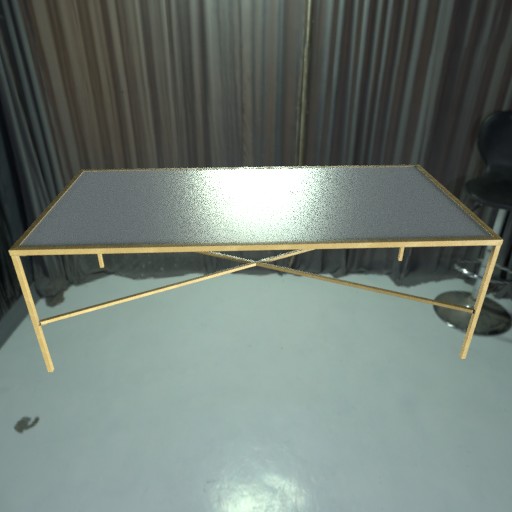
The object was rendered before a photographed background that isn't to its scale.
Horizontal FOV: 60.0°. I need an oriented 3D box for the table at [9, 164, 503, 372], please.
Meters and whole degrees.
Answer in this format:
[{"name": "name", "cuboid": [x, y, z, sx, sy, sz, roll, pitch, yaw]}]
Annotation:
[{"name": "table", "cuboid": [0.000, 0.000, 1.430, 1.206, 0.398, 0.580, -1, 30, -2]}]
